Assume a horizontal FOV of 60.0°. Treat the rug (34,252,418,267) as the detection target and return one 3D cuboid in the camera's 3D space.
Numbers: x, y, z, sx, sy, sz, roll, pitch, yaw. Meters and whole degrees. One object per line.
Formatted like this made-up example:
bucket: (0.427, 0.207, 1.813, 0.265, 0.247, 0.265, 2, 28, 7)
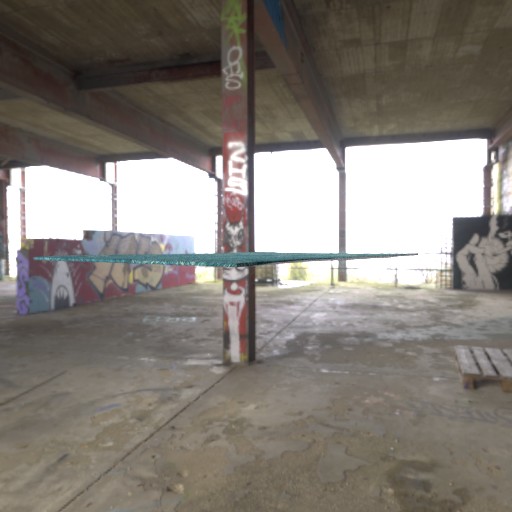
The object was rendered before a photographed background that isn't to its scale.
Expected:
rug: (0.000, 0.000, 2.261, 1.136, 0.017, 1.728, 1, 2, 36)
